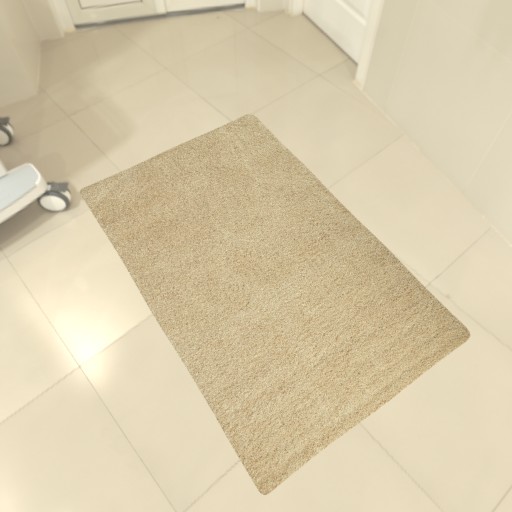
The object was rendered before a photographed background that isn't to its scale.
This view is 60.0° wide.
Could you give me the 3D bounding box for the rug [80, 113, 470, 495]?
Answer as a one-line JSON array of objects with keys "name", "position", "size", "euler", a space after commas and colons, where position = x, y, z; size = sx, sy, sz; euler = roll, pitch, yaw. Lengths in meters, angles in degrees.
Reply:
[{"name": "rug", "position": [0.000, 0.000, 2.900], "size": [1.500, 0.025, 2.349], "euler": [-30, 62, -17]}]
